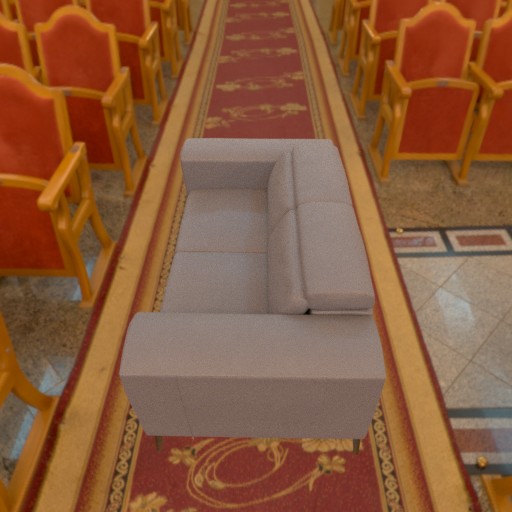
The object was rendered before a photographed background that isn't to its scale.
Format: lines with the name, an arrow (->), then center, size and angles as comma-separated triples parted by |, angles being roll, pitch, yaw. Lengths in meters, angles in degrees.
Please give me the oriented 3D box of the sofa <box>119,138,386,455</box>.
sofa -> 0.000, 0.000, 2.459 | 1.003, 0.779, 1.895 | 1, 41, 1
